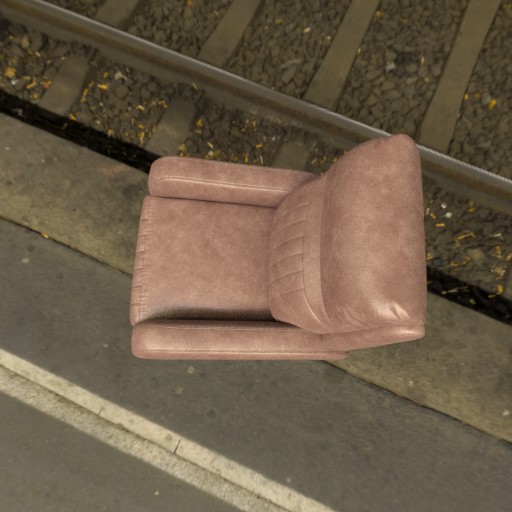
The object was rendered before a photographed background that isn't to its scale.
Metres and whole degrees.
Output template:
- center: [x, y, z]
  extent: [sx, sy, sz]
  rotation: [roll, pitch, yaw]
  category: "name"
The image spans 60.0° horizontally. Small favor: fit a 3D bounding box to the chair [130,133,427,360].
- center: [0.000, 0.000, 1.833]
  extent: [1.067, 1.067, 0.865]
  rotation: [2, 76, 1]
  category: "chair"
